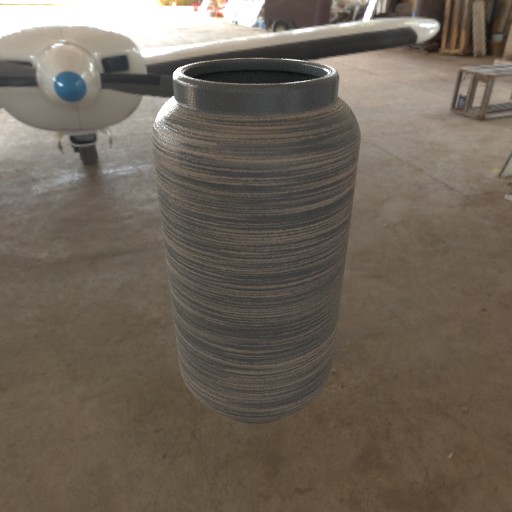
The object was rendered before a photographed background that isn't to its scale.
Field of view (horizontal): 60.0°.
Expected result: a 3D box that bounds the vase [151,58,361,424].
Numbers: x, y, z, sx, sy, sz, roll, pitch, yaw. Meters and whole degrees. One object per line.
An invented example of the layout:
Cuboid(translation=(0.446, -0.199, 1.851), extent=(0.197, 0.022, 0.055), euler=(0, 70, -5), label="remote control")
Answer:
Cuboid(translation=(0.000, 0.000, 0.293), extent=(0.116, 0.230, 0.116), euler=(0, 32, 0), label="vase")
